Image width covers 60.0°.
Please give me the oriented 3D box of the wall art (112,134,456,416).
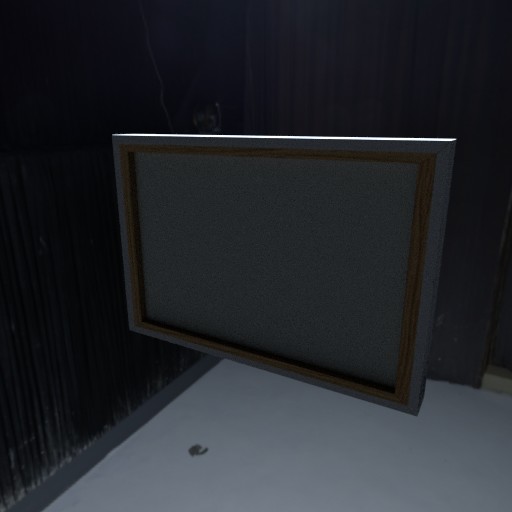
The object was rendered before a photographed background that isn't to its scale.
[{"bbox_3d":[0.000,0.000,0.498,0.381,0.259,0.038,9,19,29],"label":"wall art"}]
